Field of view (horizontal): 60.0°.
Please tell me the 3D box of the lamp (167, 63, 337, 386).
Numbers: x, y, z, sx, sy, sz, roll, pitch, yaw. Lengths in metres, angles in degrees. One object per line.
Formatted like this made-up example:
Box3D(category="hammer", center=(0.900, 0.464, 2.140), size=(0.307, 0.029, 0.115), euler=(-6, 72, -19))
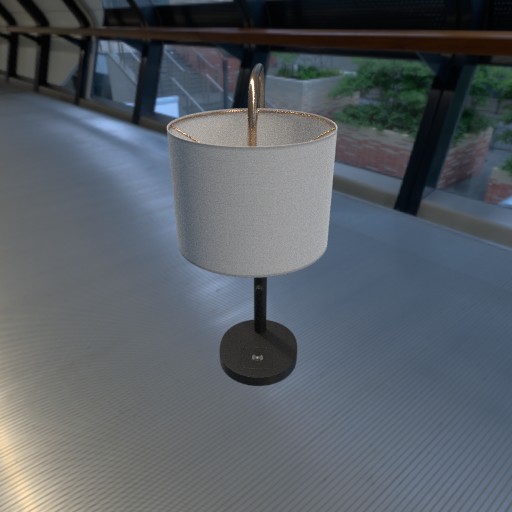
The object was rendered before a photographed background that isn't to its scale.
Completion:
Box3D(category="lamp", center=(0.000, 0.000, 0.690), size=(0.199, 0.540, 0.337), euler=(2, 29, 3))
